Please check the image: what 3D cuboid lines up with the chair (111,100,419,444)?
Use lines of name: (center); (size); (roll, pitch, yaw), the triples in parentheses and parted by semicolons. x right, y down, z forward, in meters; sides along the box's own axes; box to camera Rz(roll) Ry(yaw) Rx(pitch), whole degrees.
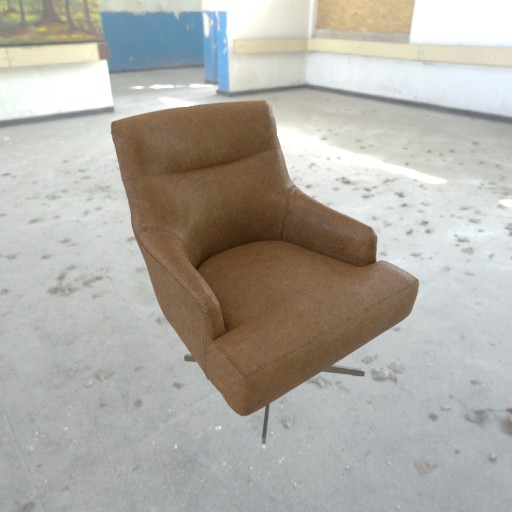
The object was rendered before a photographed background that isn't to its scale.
chair: (0.000, 0.000, 1.512); (0.729, 0.869, 0.874); (-21, 35, -33)
